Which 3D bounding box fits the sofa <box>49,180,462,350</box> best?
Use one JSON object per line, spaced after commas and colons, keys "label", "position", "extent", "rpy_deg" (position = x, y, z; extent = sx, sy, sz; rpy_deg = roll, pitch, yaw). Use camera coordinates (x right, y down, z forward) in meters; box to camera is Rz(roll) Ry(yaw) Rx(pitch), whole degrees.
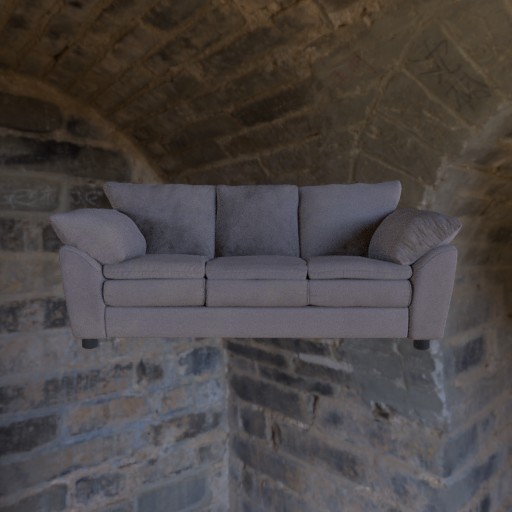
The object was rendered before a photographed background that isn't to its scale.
{"label": "sofa", "position": [0.000, 0.000, 2.892], "extent": [2.336, 1.073, 0.878], "rpy_deg": [0, 0, 1]}
